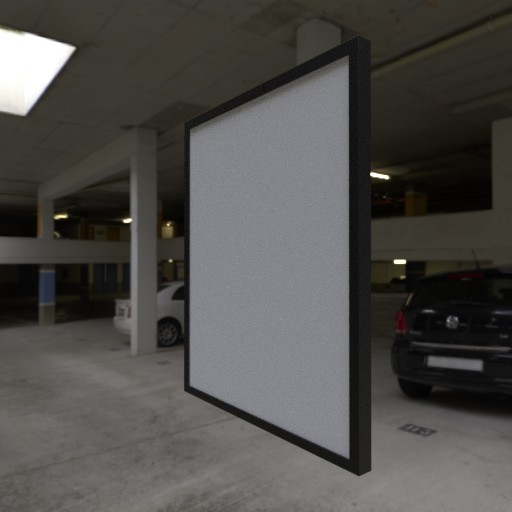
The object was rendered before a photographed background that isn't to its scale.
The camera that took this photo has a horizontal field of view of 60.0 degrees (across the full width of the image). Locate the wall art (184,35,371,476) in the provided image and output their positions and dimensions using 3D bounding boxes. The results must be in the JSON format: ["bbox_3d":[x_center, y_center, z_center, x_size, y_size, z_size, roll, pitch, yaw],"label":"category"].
[{"bbox_3d":[0.000,0.000,0.532,0.018,0.397,0.325,0,0,-38],"label":"wall art"}]
